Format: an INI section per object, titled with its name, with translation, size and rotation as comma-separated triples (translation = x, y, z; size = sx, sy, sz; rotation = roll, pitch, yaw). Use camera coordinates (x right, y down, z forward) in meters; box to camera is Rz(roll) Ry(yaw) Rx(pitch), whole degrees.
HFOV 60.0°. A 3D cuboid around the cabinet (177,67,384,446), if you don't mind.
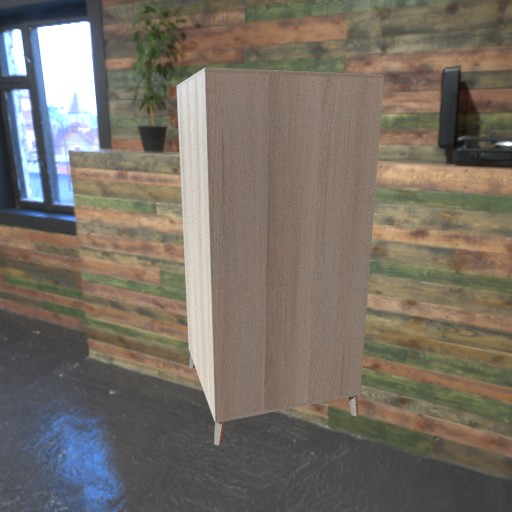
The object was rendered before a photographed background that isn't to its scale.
[cabinet]
translation = 0.000, 0.000, 2.617
size = 1.272, 1.957, 0.969
rotation = 8, 18, 26
